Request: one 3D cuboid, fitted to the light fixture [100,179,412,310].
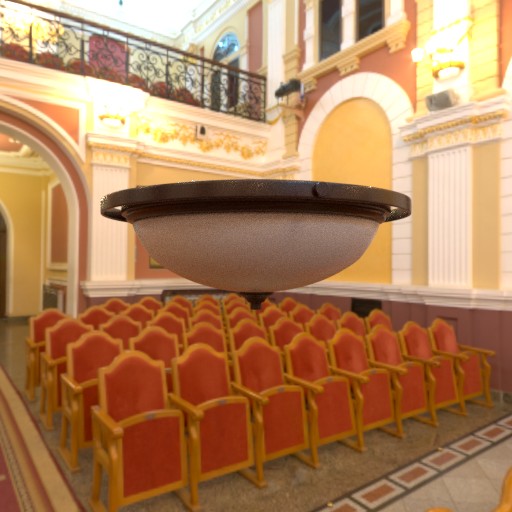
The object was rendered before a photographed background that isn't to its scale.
[{"bbox_3d":[0.000,0.000,0.544,0.361,0.130,0.361,0,-1,0],"label":"light fixture"}]
